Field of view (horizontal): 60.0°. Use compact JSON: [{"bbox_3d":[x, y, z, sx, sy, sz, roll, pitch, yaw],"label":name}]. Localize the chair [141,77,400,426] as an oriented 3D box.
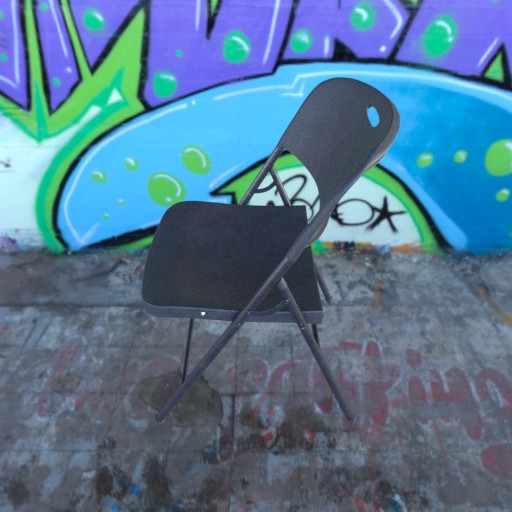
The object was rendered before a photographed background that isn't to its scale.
[{"bbox_3d":[0.000,0.000,1.151,0.567,0.810,0.494,0,40,0],"label":"chair"}]
